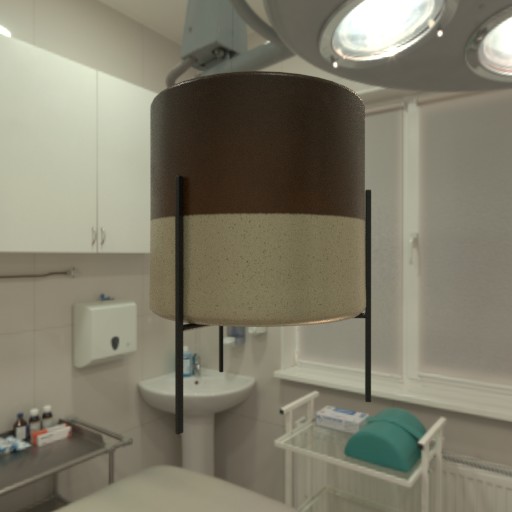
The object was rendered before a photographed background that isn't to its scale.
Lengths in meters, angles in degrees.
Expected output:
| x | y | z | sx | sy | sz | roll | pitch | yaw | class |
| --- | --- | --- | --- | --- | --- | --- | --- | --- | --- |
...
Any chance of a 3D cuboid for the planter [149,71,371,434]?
| x | y | z | sx | sy | sz | roll | pitch | yaw | class |
| --- | --- | --- | --- | --- | --- | --- | --- | --- | --- |
| 0.000 | 0.000 | 0.721 | 0.345 | 0.465 | 0.354 | 0 | 0 | 36 | planter |
